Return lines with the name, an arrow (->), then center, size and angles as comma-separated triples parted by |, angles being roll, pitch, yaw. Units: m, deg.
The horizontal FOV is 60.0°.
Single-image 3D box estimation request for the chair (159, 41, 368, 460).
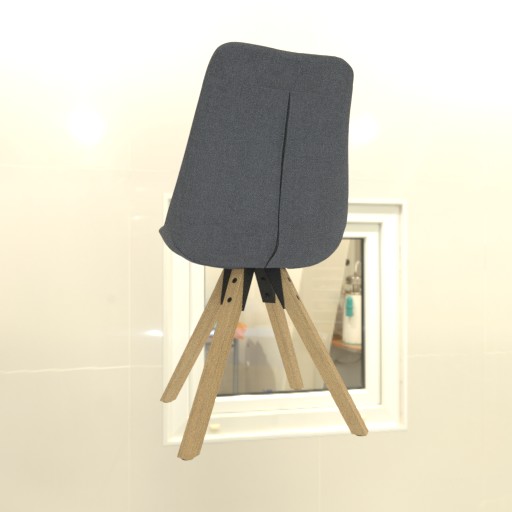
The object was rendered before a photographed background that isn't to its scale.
chair -> 0.000, 0.000, 1.156 | 0.485, 0.850, 0.550 | 0, 0, -18
